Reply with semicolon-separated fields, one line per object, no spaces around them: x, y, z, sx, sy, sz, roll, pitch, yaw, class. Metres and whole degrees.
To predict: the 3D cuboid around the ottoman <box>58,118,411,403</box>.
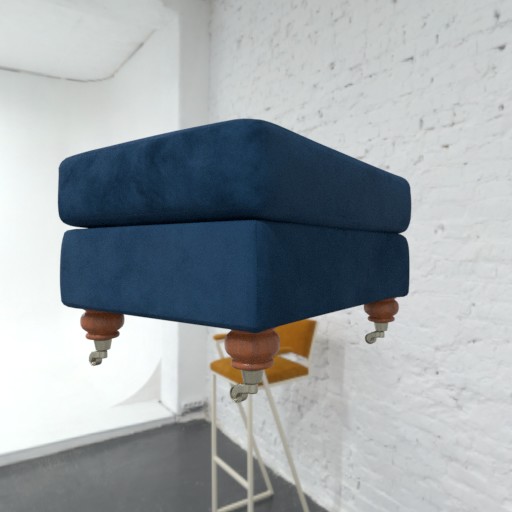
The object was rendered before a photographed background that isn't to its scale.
0.000;0.000;1.118;0.572;0.503;0.773;0;1;36;ottoman
